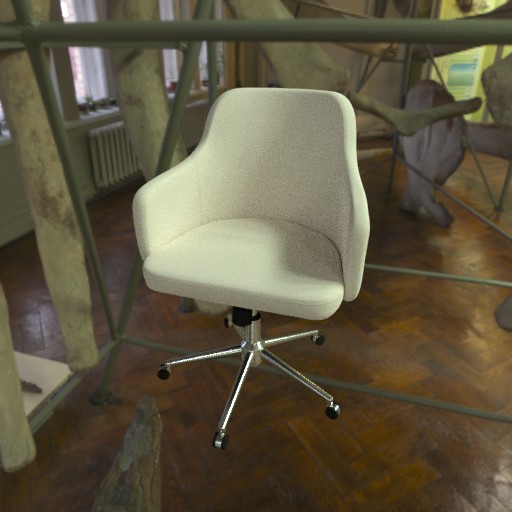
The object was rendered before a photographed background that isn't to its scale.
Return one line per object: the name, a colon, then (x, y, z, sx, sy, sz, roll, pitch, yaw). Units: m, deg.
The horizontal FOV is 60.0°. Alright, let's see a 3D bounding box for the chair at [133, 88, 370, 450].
chair: (0.000, 0.000, 1.233, 0.602, 0.819, 0.647, 8, 28, 16)
